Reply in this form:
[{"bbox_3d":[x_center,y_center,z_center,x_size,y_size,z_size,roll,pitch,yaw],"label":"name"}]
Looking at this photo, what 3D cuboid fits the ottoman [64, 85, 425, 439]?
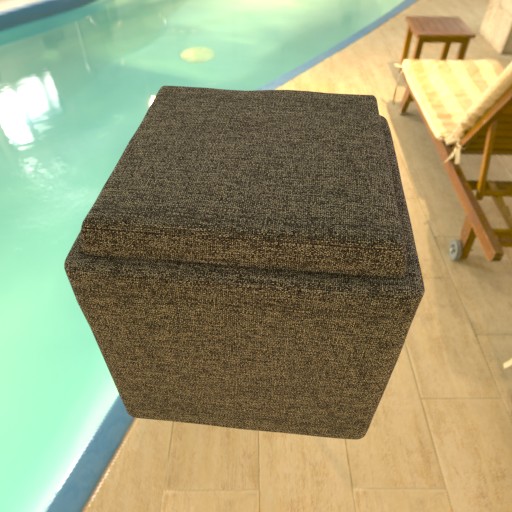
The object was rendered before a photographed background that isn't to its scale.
[{"bbox_3d":[0.000,0.000,0.801,0.450,0.463,0.450,4,45,4],"label":"ottoman"}]
